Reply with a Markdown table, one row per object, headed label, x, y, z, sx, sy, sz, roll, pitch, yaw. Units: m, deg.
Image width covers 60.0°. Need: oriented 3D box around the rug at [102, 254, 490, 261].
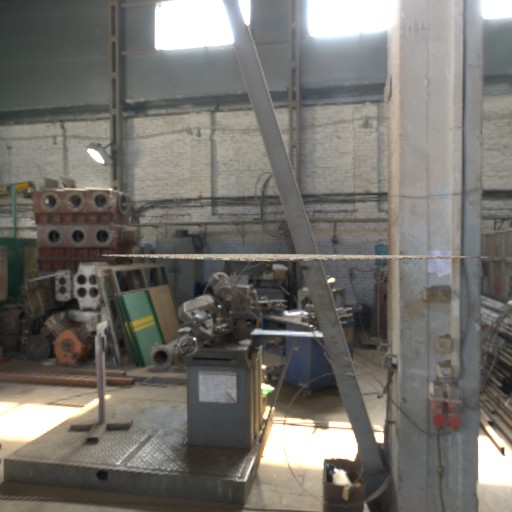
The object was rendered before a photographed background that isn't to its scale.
| label | x | y | z | sx | sy | sz | roll | pitch | yaw |
| --- | --- | --- | --- | --- | --- | --- | --- | --- | --- |
| rug | 0.000 | 0.000 | 2.997 | 1.524 | 0.011 | 2.438 | 0 | 1 | -34 |
